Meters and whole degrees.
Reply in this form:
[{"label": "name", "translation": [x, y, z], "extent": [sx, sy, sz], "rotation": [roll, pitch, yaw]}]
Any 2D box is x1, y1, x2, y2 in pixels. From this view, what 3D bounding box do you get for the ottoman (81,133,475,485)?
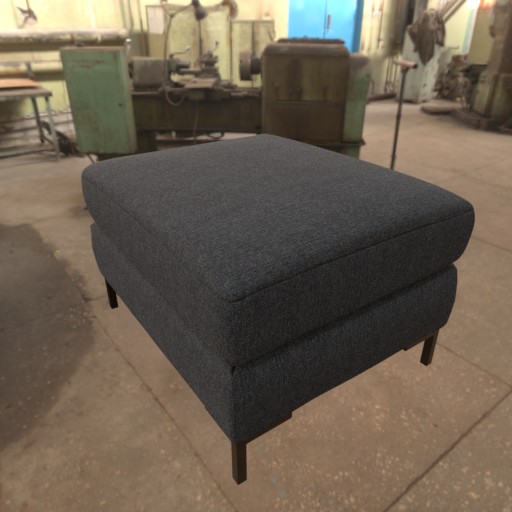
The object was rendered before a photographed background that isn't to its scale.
[{"label": "ottoman", "translation": [0.000, 0.000, 1.241], "extent": [0.695, 0.533, 0.831], "rotation": [-18, 33, -30]}]
